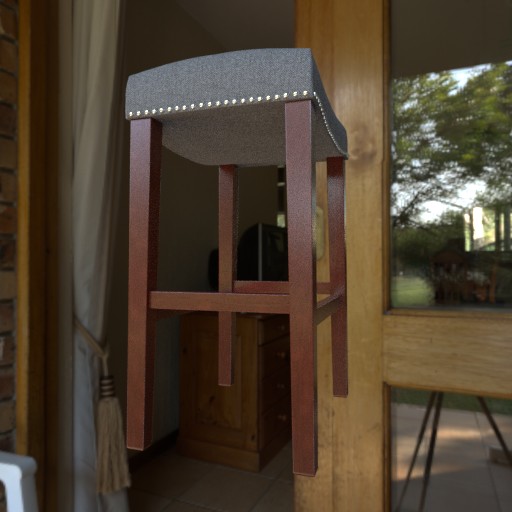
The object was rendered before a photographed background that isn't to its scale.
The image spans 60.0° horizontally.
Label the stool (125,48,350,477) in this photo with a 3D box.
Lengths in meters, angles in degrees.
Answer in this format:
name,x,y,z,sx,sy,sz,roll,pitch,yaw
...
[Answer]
name,x,y,z,sx,sy,sz,roll,pitch,yaw
stool,0.000,0.000,1.021,0.372,0.742,0.504,0,-1,18
